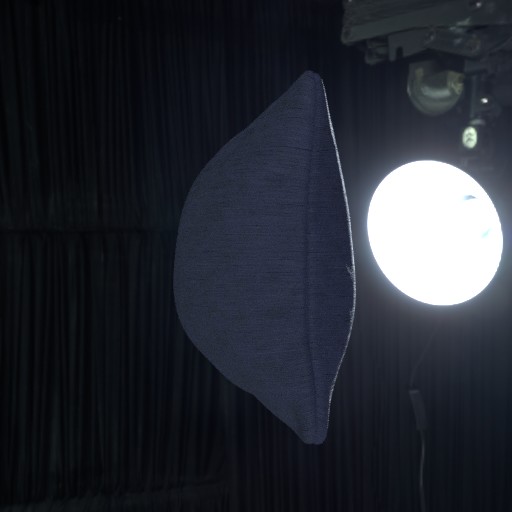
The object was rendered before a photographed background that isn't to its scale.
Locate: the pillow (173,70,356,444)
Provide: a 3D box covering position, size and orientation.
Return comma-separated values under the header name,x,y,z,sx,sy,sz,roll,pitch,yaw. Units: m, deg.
name,x,y,z,sx,sy,sz,roll,pitch,yaw
pillow,0.000,0.000,0.684,0.246,0.414,0.432,0,1,-18
